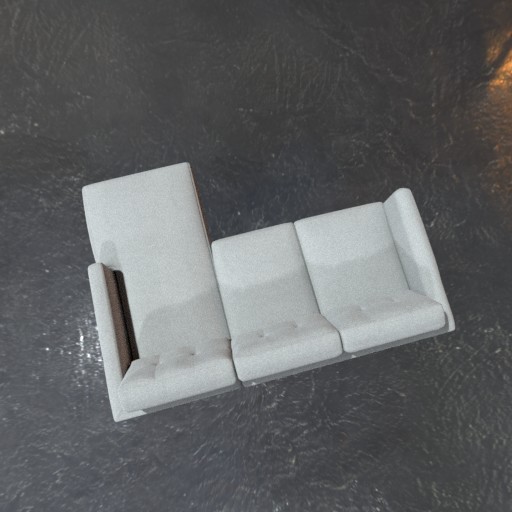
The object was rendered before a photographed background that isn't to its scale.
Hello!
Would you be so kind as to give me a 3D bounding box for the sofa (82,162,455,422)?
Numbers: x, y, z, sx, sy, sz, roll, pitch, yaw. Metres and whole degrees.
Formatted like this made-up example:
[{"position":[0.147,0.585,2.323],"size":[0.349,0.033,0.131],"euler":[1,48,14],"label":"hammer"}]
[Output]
[{"position":[0.000,0.000,2.857],"size":[2.040,0.860,1.530],"euler":[-14,76,-4],"label":"sofa"}]
